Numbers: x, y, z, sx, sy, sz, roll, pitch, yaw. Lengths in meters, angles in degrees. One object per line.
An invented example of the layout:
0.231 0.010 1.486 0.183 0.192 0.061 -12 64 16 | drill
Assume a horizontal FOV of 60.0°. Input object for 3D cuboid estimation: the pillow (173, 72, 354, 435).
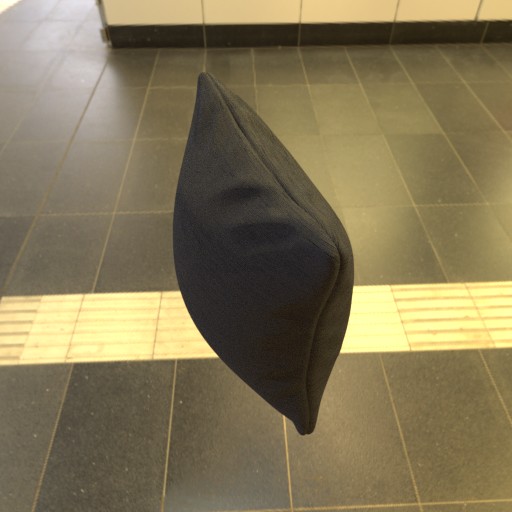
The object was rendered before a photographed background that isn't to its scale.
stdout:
0.000 0.000 0.689 0.246 0.414 0.432 -16 48 -15 | pillow
